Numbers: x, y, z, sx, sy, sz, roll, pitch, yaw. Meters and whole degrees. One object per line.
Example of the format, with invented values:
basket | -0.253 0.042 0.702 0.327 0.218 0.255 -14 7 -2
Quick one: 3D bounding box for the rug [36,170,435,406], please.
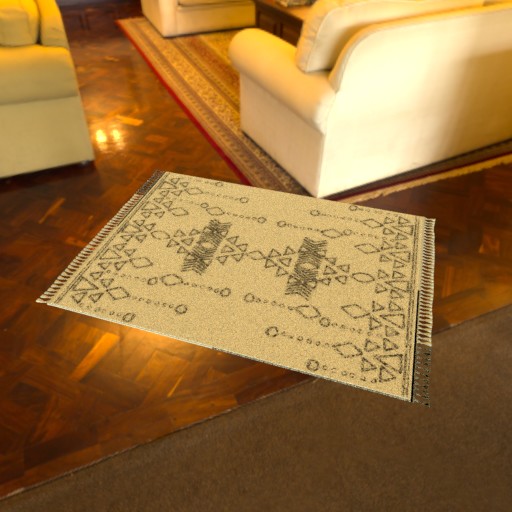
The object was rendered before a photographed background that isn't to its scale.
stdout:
rug | 0.000 0.000 3.012 2.312 0.013 1.600 12 43 13
